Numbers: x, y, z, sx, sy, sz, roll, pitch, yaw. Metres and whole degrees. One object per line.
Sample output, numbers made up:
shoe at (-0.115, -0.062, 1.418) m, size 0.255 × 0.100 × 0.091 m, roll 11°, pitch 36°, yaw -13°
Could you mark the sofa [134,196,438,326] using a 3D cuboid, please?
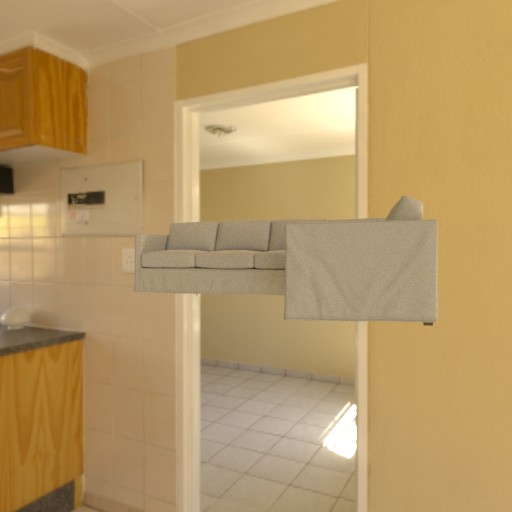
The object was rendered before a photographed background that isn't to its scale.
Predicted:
sofa at (0.000, 0.000, 4.439) m, size 3.182 × 0.871 × 2.432 m, roll 0°, pitch 1°, yaw 17°
